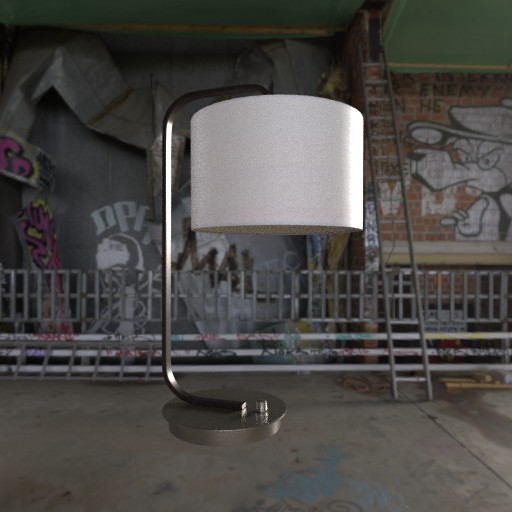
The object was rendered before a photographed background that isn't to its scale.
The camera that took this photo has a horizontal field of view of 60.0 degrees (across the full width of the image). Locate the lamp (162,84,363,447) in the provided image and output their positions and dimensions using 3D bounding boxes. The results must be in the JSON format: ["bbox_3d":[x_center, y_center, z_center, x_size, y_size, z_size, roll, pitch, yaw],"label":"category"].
[{"bbox_3d":[0.000,0.000,0.613,0.288,0.473,0.230,0,0,19],"label":"lamp"}]
